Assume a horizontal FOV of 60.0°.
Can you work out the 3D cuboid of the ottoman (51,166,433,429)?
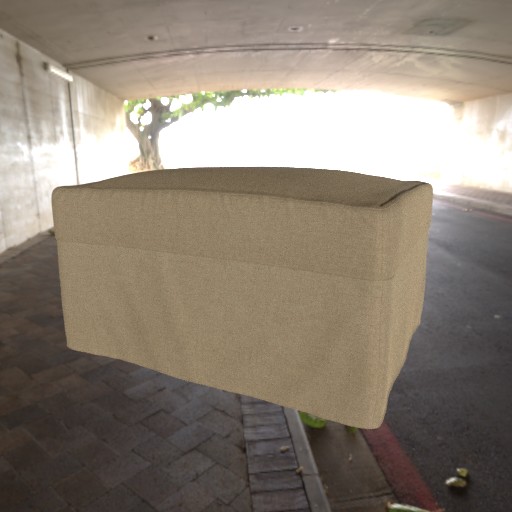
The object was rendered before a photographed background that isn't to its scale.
[{"bbox_3d":[0.000,0.000,1.223,0.833,0.485,0.650,7,15,26],"label":"ottoman"}]
